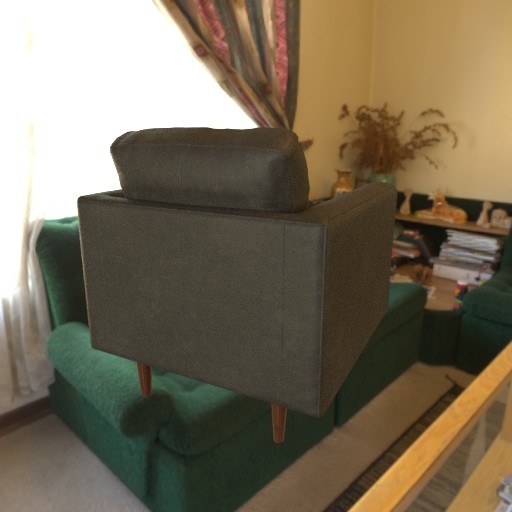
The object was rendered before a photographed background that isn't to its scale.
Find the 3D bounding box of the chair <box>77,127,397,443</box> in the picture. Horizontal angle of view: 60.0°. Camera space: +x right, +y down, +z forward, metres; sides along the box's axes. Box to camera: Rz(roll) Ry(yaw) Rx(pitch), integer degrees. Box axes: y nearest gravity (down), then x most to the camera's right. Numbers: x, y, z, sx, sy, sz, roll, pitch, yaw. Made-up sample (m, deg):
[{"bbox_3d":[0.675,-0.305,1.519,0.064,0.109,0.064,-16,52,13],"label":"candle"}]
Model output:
[{"bbox_3d":[0.000,0.000,1.607,0.831,0.898,0.879,8,18,26],"label":"chair"}]
